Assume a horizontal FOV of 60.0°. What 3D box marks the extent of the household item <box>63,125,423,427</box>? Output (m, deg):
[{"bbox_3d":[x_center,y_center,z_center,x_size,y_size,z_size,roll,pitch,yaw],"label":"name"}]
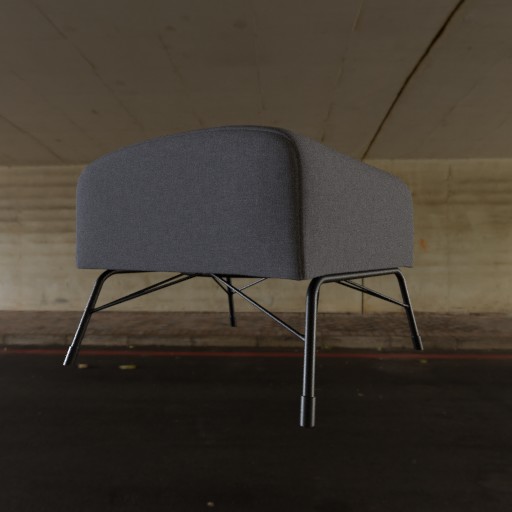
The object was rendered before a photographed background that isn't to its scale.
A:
[{"bbox_3d":[0.000,0.000,0.904,0.530,0.410,0.530,1,1,35],"label":"household item"}]
